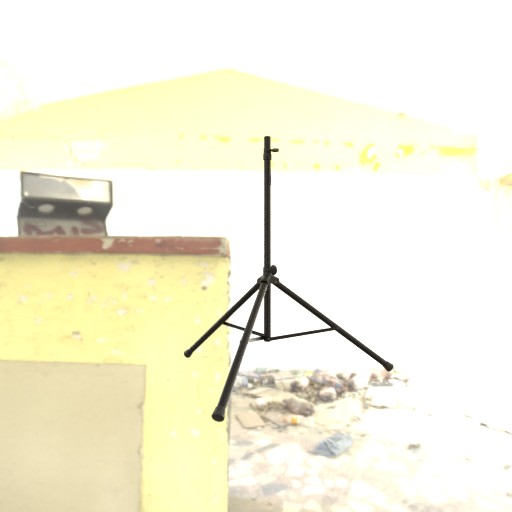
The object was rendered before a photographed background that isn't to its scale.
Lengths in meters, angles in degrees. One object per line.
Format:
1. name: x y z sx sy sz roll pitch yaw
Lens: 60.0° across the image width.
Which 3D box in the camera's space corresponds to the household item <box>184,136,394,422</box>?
1. household item: 0.000 0.000 2.728 1.596 1.595 1.339 0 -1 18
